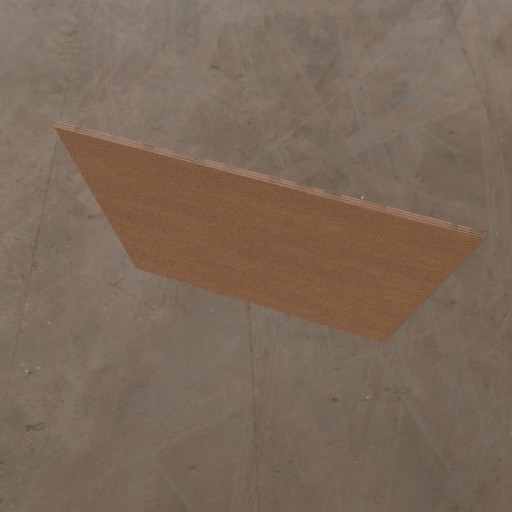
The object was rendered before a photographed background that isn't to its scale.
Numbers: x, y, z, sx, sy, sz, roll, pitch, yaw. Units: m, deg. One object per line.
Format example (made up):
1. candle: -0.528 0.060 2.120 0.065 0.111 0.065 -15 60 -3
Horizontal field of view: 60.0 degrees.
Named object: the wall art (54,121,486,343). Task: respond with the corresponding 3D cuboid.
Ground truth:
1. wall art: 0.000 0.000 0.683 0.508 0.408 0.010 16 65 8
